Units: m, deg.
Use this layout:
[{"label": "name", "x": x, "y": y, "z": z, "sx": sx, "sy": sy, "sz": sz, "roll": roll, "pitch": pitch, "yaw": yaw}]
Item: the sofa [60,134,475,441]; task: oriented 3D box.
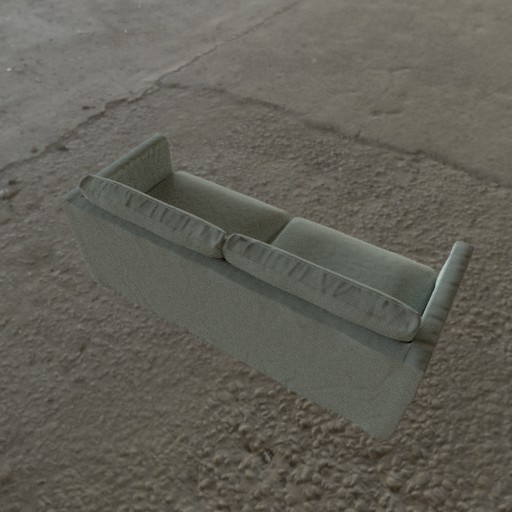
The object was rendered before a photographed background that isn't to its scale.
[{"label": "sofa", "x": 0.000, "y": 0.000, "z": 2.780, "sx": 2.312, "sy": 0.853, "sz": 0.962, "roll": 24, "pitch": 50, "yaw": 22}]
